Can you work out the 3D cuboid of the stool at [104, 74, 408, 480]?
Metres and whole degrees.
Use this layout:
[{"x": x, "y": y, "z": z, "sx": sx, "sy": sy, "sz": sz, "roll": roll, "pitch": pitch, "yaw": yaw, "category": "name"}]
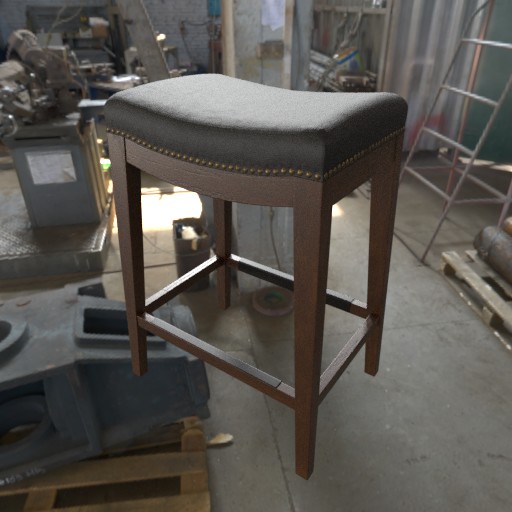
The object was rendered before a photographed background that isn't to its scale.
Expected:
[{"x": 0.000, "y": 0.000, "z": 0.926, "sx": 0.490, "sy": 0.664, "sz": 0.353, "roll": 20, "pitch": 35, "yaw": 30, "category": "stool"}]
